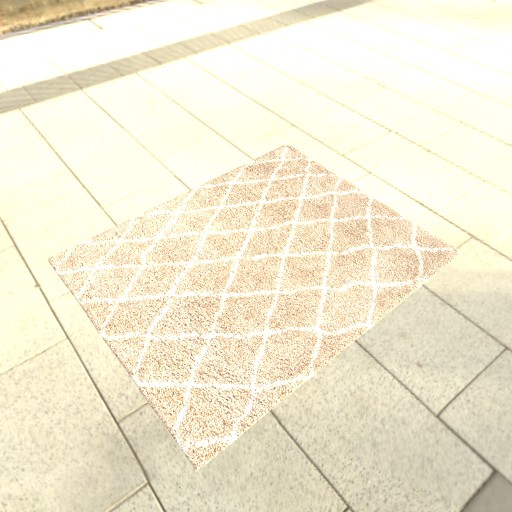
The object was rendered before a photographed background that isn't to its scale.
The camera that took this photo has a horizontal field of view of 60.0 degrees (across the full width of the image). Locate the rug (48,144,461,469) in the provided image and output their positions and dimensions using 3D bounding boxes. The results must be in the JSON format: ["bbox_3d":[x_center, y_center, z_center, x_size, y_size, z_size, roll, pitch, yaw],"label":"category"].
[{"bbox_3d":[0.000,0.000,4.168,3.047,0.029,2.438,-31,54,-26],"label":"rug"}]
